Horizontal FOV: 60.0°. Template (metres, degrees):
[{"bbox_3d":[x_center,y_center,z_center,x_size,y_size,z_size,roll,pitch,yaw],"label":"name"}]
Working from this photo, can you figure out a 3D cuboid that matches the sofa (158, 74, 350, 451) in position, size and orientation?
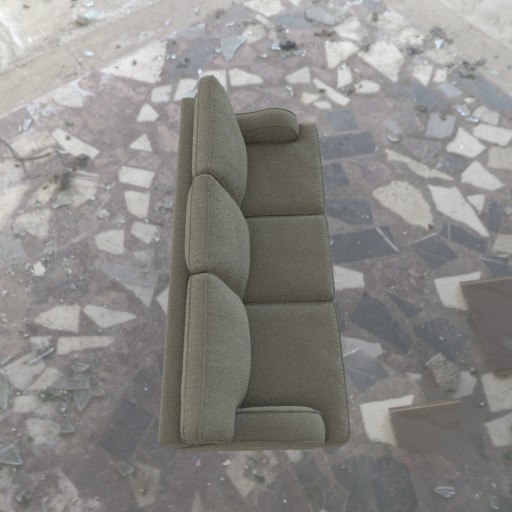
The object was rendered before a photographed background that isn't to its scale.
[{"bbox_3d":[0.000,0.000,2.904,1.016,0.997,2.323,-1,64,-1],"label":"sofa"}]
